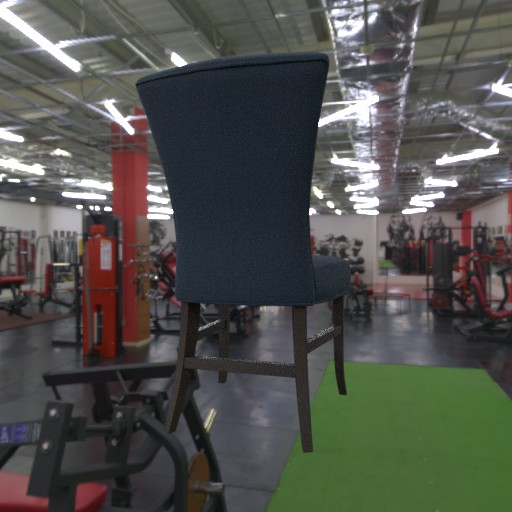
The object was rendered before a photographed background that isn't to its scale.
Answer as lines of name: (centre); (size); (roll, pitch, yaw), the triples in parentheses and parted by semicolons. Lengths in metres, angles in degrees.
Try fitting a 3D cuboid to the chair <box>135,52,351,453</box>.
chair: (0.000, 0.000, 1.369); (0.520, 0.991, 0.660); (0, 1, 18)
